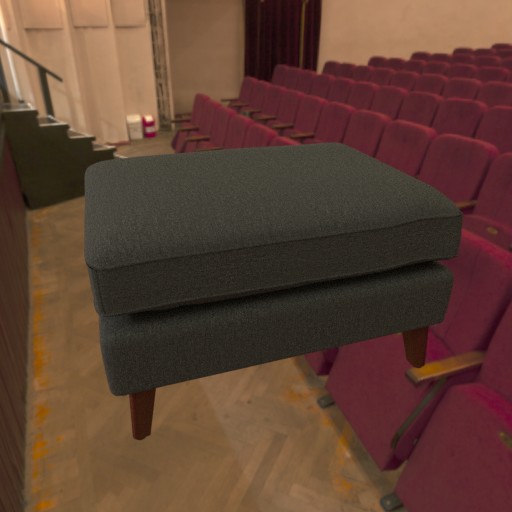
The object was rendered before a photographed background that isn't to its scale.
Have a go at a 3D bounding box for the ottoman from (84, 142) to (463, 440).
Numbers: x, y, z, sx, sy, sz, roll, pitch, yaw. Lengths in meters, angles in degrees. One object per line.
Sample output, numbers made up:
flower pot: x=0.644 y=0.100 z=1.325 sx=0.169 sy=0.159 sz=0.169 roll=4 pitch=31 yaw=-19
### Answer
ottoman: x=0.000 y=0.000 z=1.219 sx=0.835 sy=0.503 sz=0.629 roll=-9 pitch=28 yaw=-16
